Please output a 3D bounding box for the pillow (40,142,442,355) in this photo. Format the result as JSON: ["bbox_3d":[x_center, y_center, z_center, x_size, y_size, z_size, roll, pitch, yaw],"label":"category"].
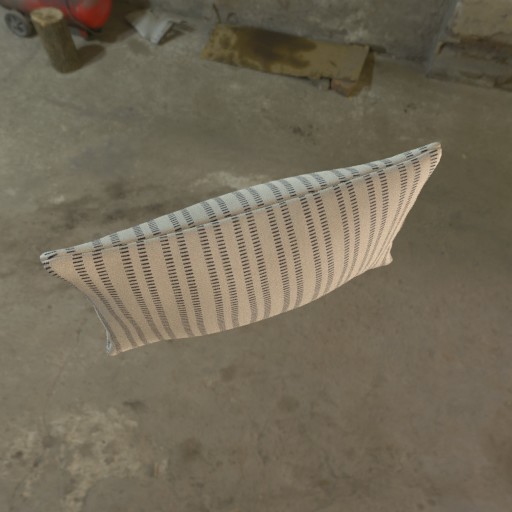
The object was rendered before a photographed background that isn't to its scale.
[{"bbox_3d":[0.000,0.000,0.804,0.640,0.353,0.210,-17,60,-10],"label":"pillow"}]
